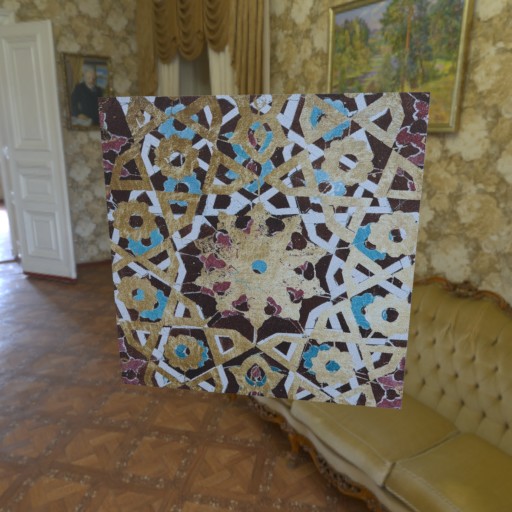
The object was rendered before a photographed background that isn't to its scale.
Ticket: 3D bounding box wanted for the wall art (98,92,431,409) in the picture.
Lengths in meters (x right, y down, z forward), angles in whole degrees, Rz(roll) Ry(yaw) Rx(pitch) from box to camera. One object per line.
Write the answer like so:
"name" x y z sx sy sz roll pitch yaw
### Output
"wall art" 0.000 0.000 0.898 0.609 0.613 0.041 2 15 9
